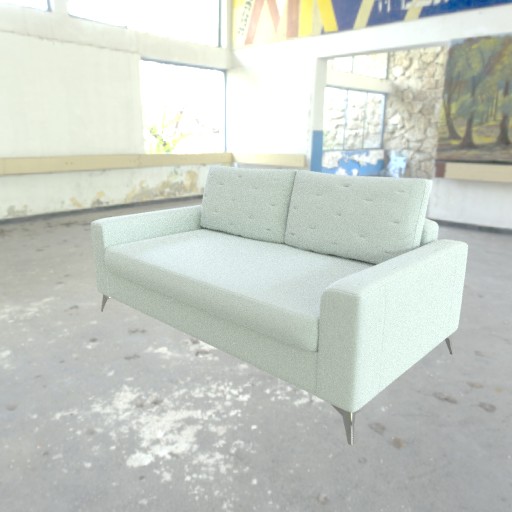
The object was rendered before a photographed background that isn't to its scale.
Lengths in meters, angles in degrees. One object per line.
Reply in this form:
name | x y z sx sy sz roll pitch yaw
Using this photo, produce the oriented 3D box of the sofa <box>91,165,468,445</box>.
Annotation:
sofa | 0.000 0.000 2.140 1.650 0.790 0.920 14 20 42
